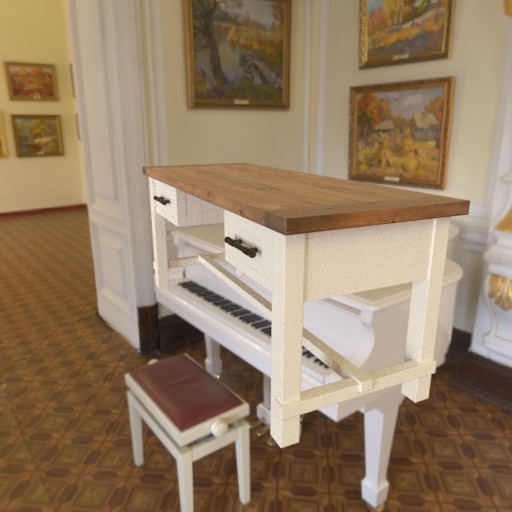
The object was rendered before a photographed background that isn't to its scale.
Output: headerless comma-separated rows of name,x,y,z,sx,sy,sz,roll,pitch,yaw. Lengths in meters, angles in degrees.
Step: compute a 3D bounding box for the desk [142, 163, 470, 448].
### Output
desk,0.000,0.000,2.191,0.688,0.762,1.803,-8,18,-24
